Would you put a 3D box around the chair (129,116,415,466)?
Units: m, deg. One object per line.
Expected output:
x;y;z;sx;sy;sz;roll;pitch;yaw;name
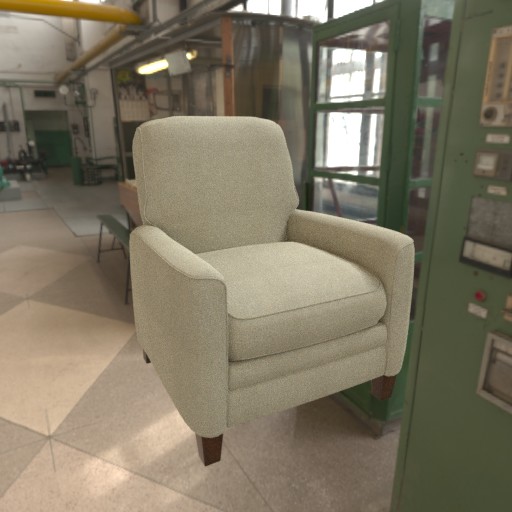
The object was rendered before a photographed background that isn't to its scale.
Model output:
0.000;0.000;1.660;0.850;1.006;0.853;-9;19;-27;chair
